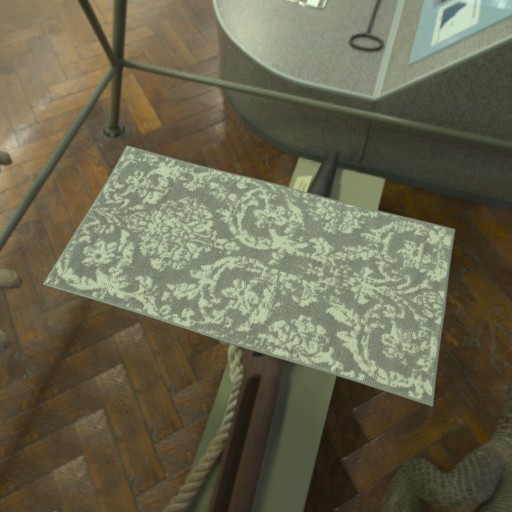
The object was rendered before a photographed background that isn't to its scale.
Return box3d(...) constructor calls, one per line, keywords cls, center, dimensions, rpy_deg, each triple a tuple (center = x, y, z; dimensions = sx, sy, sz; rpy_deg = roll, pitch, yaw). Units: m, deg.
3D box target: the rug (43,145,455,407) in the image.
box3d(cls="rug", center=(0.000, 0.000, 1.446), dimensions=(1.219, 0.007, 0.604), rpy_deg=(16, 63, 8))
